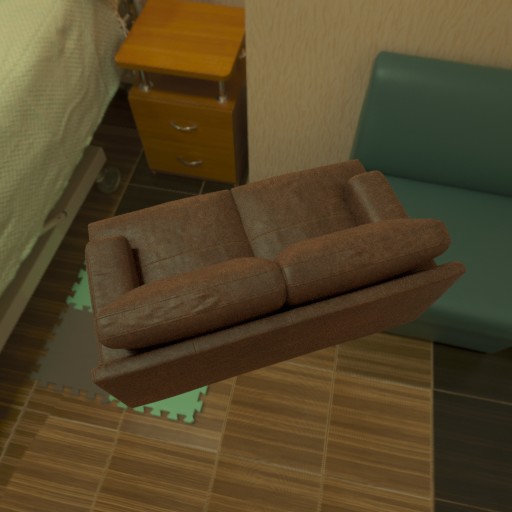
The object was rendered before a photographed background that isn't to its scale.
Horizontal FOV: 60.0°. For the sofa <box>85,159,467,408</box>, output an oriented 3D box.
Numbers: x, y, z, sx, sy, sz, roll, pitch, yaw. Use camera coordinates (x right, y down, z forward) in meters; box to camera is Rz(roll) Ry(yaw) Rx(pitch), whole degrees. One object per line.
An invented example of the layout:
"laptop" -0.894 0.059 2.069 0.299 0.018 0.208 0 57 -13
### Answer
"sofa" 0.000 0.000 2.524 1.880 0.939 1.143 -15 59 -9
